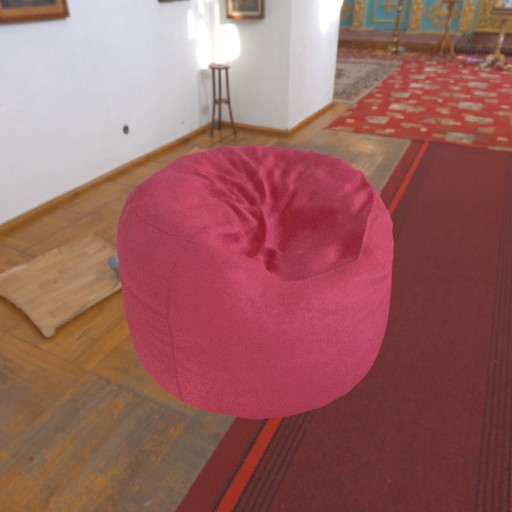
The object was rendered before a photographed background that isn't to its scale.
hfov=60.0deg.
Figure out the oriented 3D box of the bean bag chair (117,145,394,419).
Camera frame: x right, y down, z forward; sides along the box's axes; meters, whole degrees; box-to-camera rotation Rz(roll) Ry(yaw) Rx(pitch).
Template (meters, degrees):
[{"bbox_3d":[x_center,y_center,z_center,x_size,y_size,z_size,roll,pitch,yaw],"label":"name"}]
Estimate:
[{"bbox_3d":[0.000,0.000,2.007,1.218,0.788,1.218,0,32,0],"label":"bean bag chair"}]
